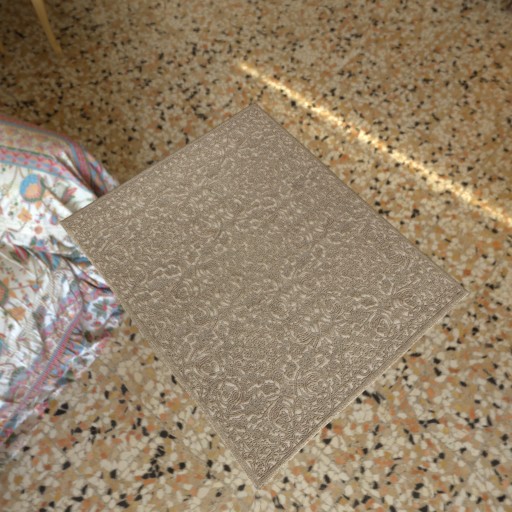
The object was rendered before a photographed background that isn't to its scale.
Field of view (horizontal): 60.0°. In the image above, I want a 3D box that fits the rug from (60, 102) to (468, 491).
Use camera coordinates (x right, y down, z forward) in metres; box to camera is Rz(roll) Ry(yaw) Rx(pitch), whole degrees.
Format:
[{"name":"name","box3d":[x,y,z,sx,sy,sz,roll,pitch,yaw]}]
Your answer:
[{"name":"rug","box3d":[0.000,0.000,4.138,2.472,0.035,3.017,-37,69,-17]}]
